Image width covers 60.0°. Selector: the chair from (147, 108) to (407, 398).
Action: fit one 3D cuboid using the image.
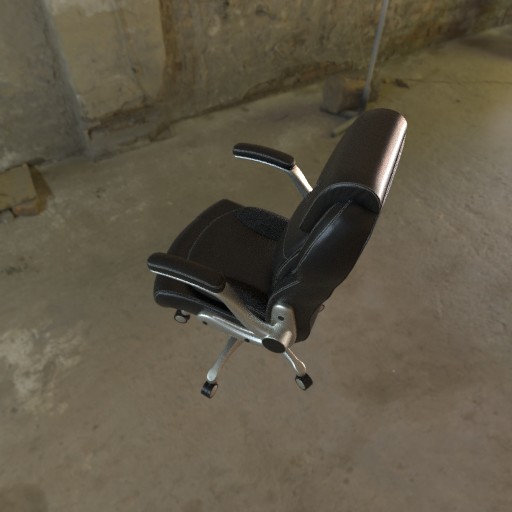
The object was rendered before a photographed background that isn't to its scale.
[{"bbox_3d":[0.000,0.000,1.652,0.801,1.141,0.724,17,50,15],"label":"chair"}]
